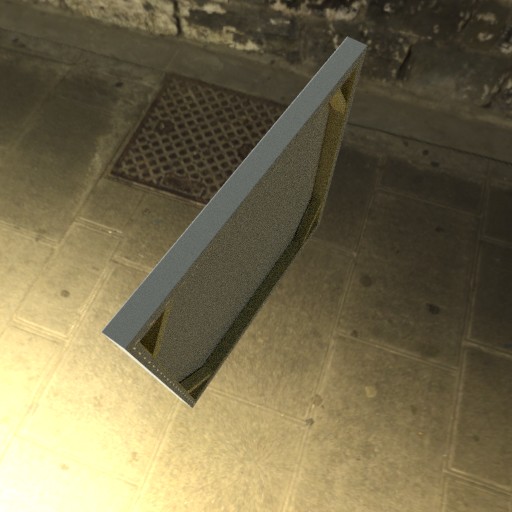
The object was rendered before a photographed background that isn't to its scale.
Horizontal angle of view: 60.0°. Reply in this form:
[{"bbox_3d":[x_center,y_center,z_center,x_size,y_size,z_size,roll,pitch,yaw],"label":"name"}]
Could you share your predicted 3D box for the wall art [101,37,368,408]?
[{"bbox_3d":[0.000,0.000,0.908,0.038,0.610,0.610,31,69,14],"label":"wall art"}]
